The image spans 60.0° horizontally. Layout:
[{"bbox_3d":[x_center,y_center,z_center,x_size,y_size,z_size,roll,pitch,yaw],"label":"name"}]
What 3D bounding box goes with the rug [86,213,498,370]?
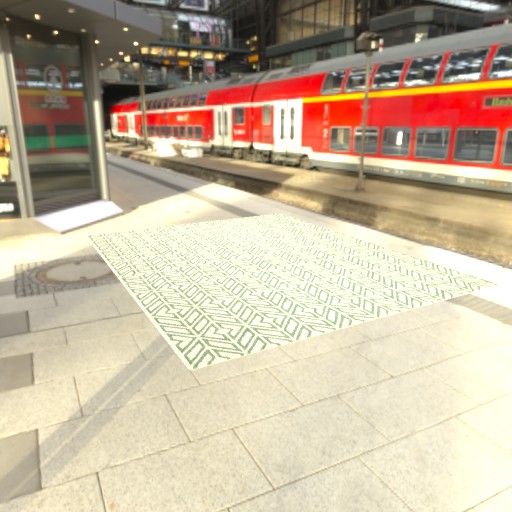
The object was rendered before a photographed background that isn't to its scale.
[{"bbox_3d":[0.000,0.000,4.007,2.441,0.017,3.050,-9,19,-28],"label":"rug"}]
